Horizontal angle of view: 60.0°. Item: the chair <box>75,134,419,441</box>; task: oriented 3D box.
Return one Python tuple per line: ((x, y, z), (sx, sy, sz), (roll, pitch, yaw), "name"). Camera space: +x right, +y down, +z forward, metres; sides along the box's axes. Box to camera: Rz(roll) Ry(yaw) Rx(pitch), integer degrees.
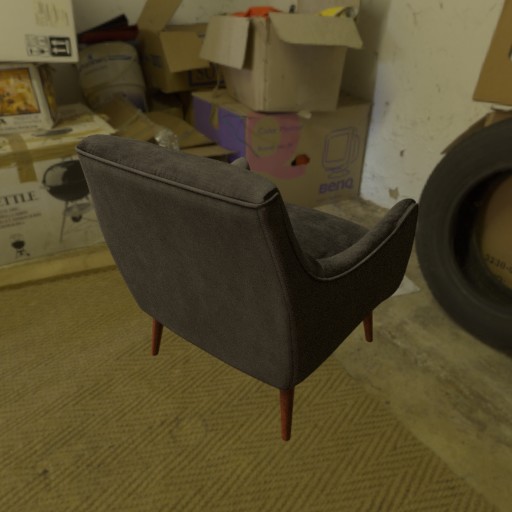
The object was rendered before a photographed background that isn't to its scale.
((0.000, 0.000, 1.433), (0.762, 0.838, 0.787), (21, 36, 32), "chair")
